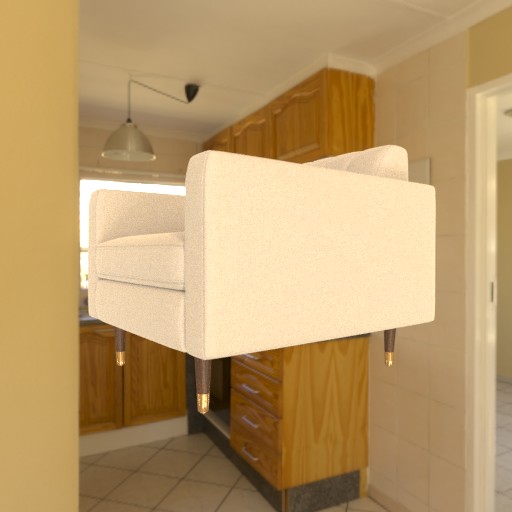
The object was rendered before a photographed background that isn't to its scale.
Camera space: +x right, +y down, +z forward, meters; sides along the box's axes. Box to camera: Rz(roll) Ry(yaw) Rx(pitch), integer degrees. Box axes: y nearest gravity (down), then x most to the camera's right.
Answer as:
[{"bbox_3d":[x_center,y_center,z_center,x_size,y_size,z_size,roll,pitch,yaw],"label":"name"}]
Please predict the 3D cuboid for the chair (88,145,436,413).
[{"bbox_3d":[0.000,0.000,1.661,0.998,0.819,0.953,0,1,-37],"label":"chair"}]
